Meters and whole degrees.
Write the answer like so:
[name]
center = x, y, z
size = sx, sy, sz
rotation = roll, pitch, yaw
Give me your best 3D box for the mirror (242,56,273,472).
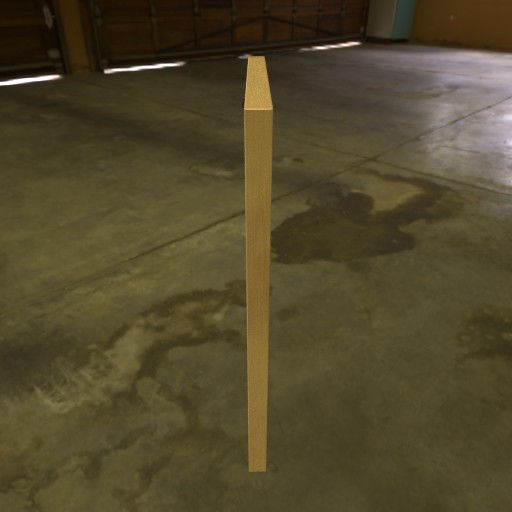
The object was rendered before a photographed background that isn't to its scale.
[mirror]
center = 0.000, 0.000, 0.929
size = 0.039, 0.710, 0.507
rotation = 0, 31, 0
